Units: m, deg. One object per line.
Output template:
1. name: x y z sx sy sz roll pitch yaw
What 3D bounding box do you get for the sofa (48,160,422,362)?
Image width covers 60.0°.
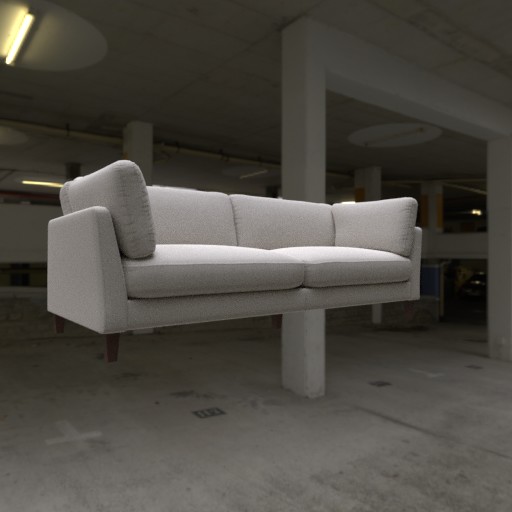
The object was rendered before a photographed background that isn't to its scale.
1. sofa: 0.000 0.000 2.801 2.301 0.863 0.957 0 0 -38
